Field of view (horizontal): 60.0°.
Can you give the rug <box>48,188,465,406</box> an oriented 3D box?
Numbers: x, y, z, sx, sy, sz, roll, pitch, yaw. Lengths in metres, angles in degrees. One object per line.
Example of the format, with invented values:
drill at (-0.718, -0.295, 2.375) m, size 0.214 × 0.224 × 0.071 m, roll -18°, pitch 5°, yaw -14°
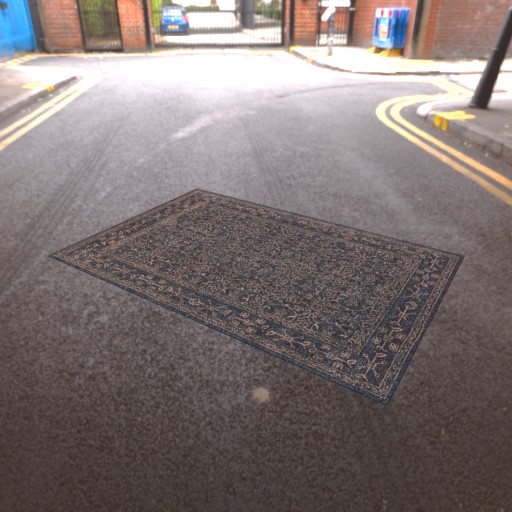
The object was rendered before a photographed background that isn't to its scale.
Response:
rug at (0.000, 0.000, 2.314) m, size 1.819 × 0.005 × 1.200 m, roll 18°, pitch 34°, yaw 29°
